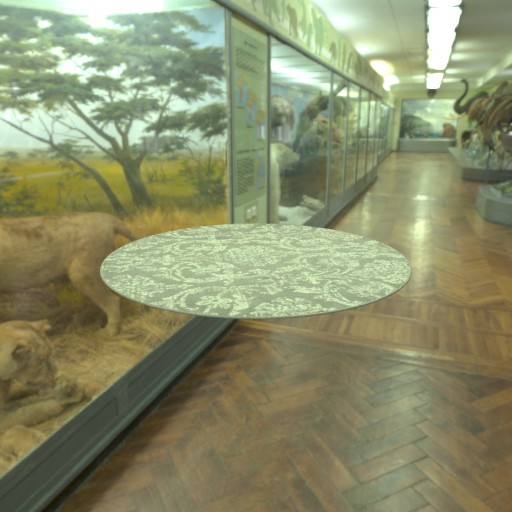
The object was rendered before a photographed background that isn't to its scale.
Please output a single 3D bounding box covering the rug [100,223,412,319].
[{"bbox_3d":[0.000,0.000,2.388,1.593,0.012,1.593,0,17,0],"label":"rug"}]
